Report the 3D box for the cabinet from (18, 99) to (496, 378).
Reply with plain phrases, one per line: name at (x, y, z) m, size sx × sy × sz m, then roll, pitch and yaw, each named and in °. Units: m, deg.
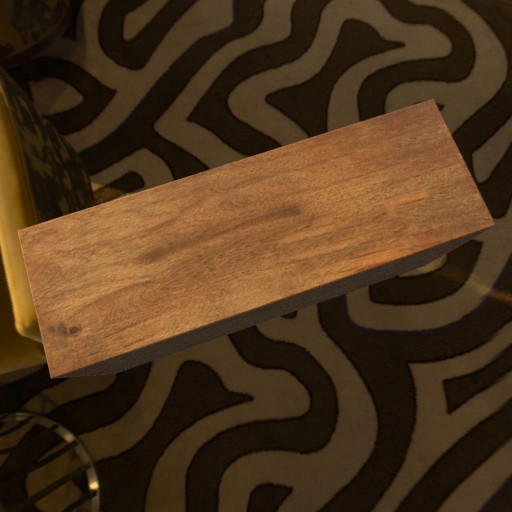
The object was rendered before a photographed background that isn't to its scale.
cabinet at (0.000, 0.000, 1.736) m, size 1.373 × 0.812 × 0.480 m, roll -19°, pitch 77°, yaw -4°
